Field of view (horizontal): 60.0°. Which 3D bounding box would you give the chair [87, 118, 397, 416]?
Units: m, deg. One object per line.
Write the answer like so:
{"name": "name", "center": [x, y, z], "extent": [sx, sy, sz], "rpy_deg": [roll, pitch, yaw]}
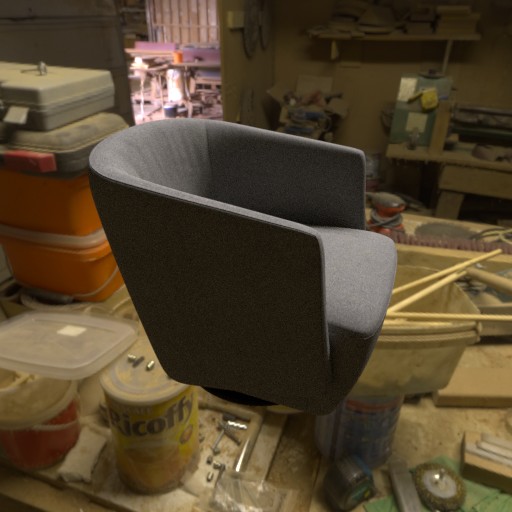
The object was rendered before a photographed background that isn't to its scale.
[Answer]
{"name": "chair", "center": [0.000, 0.000, 1.629], "extent": [0.986, 0.861, 0.822], "rpy_deg": [10, 31, 18]}
